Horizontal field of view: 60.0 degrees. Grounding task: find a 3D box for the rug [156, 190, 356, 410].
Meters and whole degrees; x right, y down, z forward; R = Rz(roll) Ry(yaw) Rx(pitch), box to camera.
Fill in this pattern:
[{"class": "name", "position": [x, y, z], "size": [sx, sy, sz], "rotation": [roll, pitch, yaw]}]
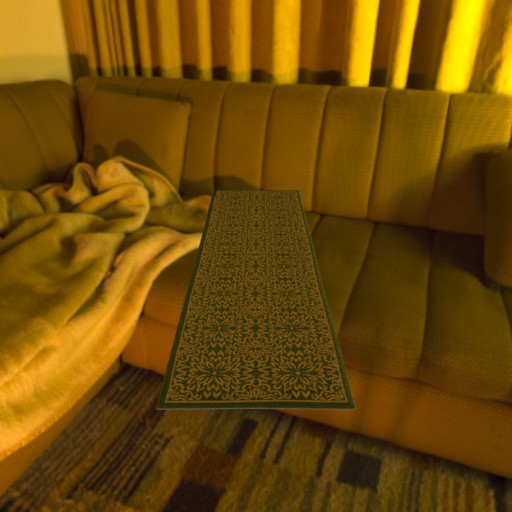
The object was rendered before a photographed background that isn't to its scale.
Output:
[{"class": "rug", "position": [0.000, 0.000, 2.438], "size": [0.662, 0.011, 2.196], "rotation": [0, 27, 0]}]
